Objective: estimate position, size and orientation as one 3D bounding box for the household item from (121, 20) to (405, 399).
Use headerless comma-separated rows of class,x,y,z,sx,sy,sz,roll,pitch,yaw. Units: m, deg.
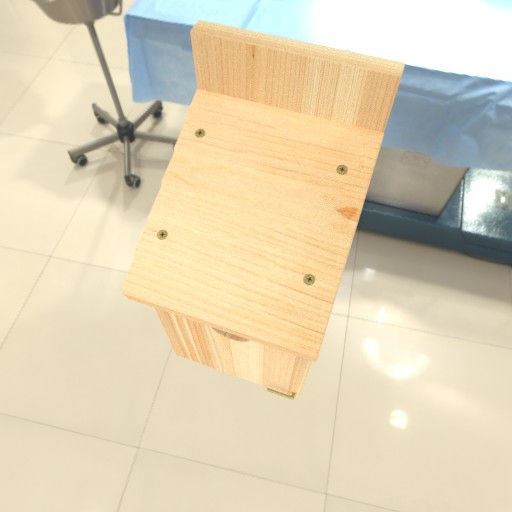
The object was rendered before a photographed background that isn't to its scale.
household item,0.000,0.000,0.386,0.149,0.300,0.171,17,60,10
